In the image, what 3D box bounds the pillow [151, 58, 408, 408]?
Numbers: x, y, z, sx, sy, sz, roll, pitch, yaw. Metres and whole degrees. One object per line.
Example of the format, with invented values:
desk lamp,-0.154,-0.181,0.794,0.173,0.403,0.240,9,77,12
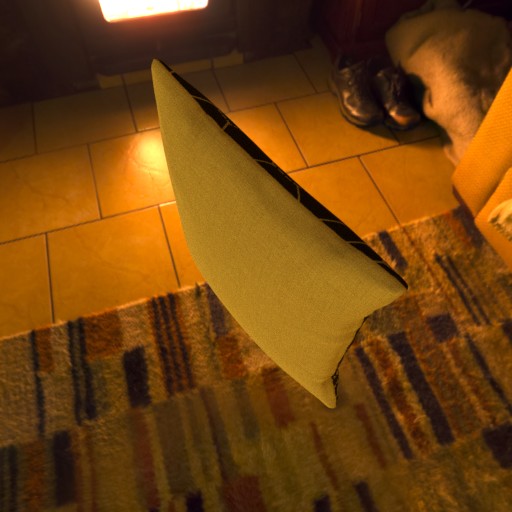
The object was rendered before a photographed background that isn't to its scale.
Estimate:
pillow,0.000,0.000,0.789,0.158,0.508,0.517,-33,64,-19
